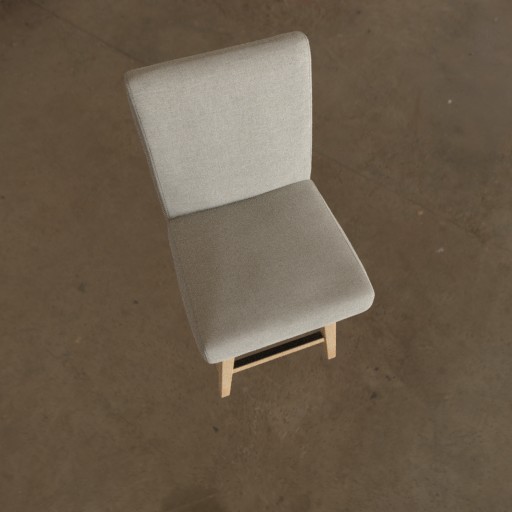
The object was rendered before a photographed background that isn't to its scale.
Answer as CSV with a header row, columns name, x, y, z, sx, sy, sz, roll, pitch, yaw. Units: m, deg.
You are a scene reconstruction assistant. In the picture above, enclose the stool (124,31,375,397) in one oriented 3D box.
name,x,y,z,sx,sy,sz,roll,pitch,yaw
stool,0.000,0.000,1.397,0.507,1.085,0.606,-17,65,-9
